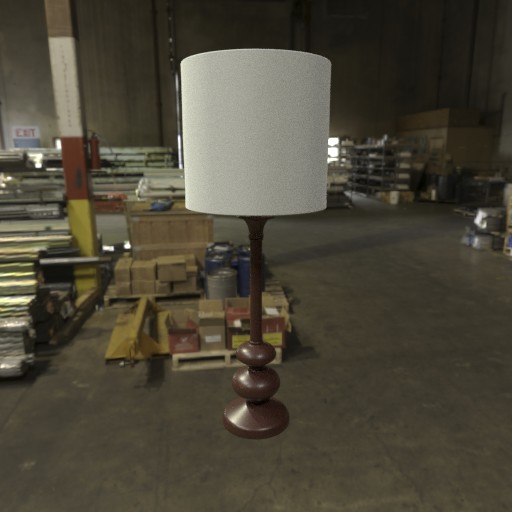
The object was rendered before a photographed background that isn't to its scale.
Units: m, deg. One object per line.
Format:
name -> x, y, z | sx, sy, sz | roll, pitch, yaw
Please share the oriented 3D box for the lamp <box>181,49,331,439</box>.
lamp -> 0.000, 0.000, 0.831 | 0.254, 0.690, 0.254 | -2, 13, -8
